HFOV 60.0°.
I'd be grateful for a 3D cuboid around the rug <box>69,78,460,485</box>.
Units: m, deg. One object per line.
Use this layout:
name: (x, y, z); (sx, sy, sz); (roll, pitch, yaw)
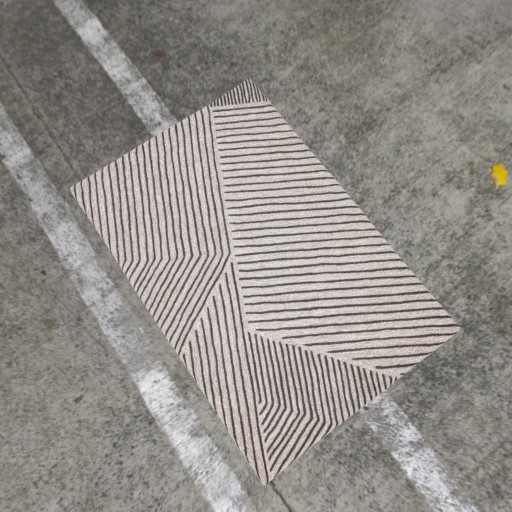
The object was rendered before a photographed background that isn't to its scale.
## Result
rug: (0.000, 0.000, 2.350); (1.237, 0.019, 1.842); (-35, 77, -9)
